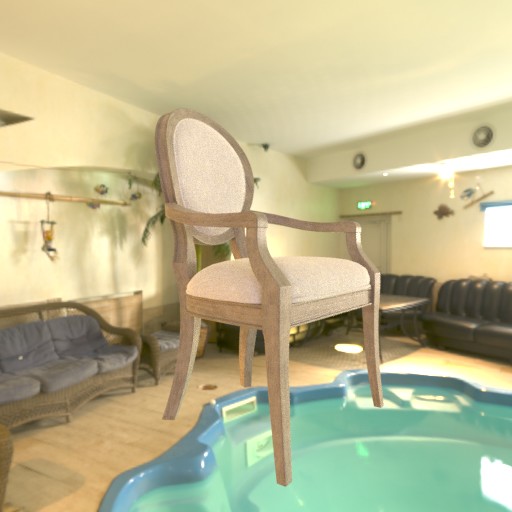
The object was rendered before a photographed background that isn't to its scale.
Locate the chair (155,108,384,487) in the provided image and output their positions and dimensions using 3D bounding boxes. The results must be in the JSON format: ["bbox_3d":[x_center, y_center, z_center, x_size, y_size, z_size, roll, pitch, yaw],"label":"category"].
[{"bbox_3d":[0.000,0.000,1.381,0.602,0.991,0.611,1,2,36],"label":"chair"}]
